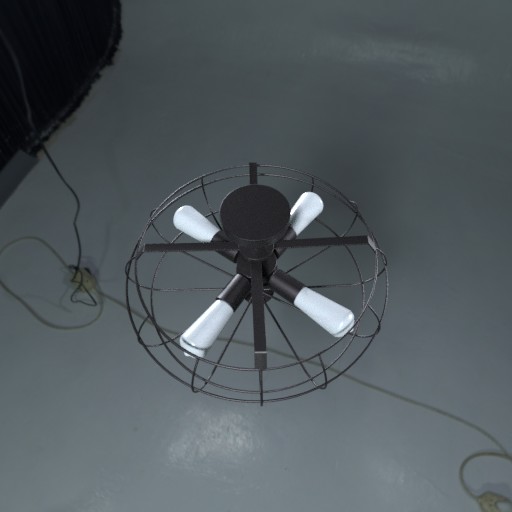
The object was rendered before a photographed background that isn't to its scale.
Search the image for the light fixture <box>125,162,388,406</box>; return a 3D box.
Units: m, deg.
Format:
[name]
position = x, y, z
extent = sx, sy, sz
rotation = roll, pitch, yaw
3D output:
[light fixture]
position = 0.000, 0.000, 0.944
extent = 0.582, 0.311, 0.582
rotation = 0, 58, 0
